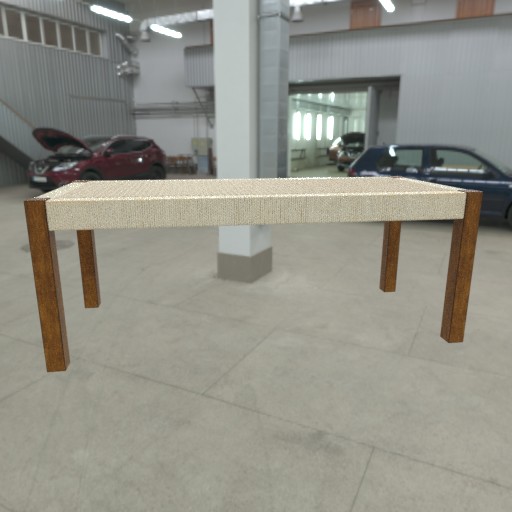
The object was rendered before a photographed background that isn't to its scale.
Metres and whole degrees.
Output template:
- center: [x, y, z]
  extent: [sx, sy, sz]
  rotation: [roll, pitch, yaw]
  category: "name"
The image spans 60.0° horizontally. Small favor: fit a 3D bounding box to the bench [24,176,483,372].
- center: [0.000, 0.000, 1.444]
  extent: [1.198, 0.457, 0.507]
  rotation: [-2, 15, -8]
  category: "bench"
